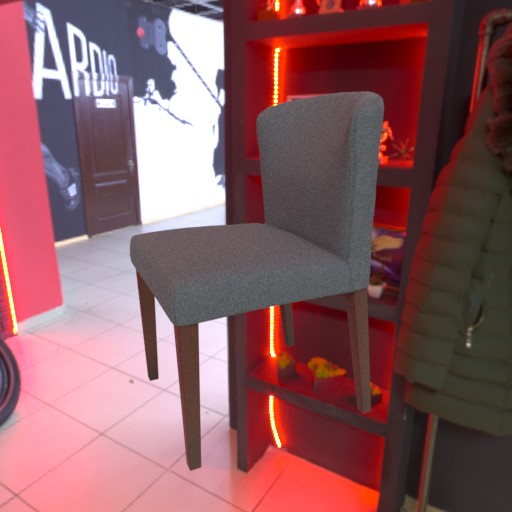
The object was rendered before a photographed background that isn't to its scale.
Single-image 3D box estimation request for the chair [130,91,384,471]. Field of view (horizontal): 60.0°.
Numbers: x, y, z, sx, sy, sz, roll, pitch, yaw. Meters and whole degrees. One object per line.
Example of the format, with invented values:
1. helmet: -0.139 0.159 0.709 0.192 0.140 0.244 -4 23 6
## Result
1. chair: 0.000 0.000 1.188 0.592 0.839 0.491 -8 19 -24
